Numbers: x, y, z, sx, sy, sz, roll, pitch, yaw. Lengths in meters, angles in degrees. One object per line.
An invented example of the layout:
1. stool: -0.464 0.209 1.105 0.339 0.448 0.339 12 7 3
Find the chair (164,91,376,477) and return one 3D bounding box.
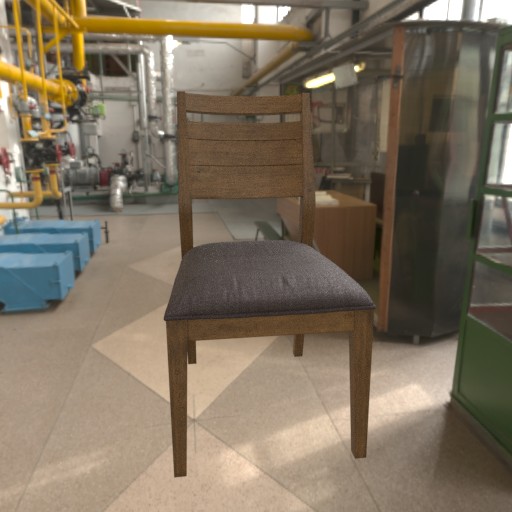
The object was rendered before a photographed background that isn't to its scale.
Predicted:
1. chair: 0.000 0.000 1.285 0.501 0.939 0.610 -2 15 -8
